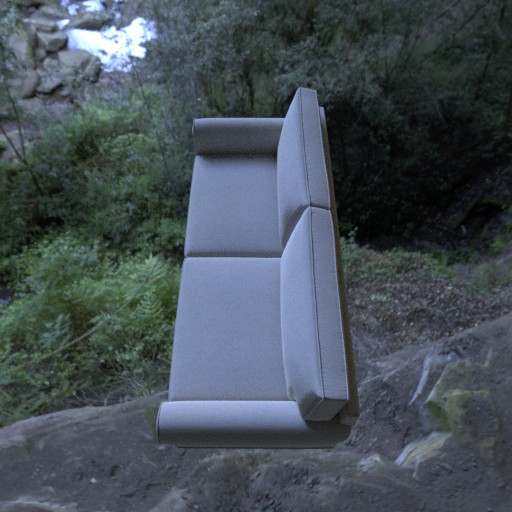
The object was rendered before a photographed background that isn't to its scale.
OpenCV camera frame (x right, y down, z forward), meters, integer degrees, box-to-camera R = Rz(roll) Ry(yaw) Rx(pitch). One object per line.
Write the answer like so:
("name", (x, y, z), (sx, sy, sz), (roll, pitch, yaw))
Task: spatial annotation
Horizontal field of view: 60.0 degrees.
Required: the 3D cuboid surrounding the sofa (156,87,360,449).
("sofa", (0.000, 0.000, 2.653), (0.901, 0.962, 2.146), (0, 57, 0))
